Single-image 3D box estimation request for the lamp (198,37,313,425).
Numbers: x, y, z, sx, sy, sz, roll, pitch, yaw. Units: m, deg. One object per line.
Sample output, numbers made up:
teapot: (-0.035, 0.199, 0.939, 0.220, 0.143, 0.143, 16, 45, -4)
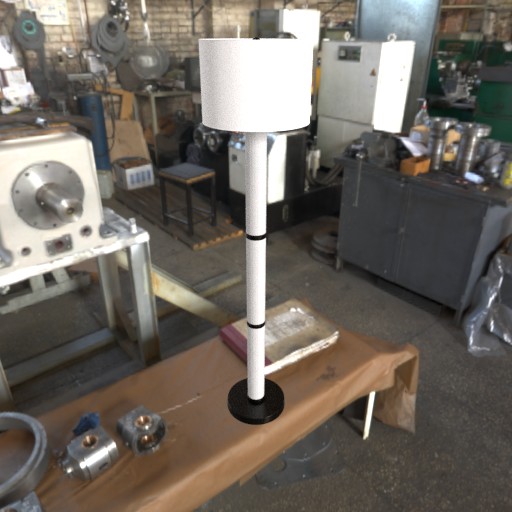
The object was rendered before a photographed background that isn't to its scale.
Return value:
lamp: (0.000, 0.000, 1.805, 0.377, 1.599, 0.377, 8, 28, 15)
